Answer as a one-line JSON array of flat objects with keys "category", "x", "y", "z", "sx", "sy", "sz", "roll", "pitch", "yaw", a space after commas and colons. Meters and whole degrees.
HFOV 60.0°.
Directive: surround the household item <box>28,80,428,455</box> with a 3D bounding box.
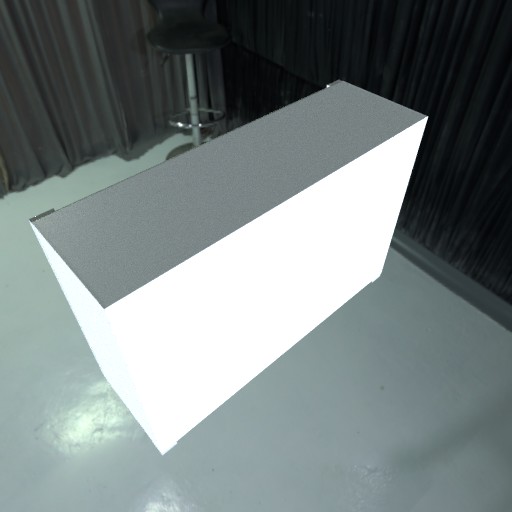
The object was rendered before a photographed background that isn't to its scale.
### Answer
[{"category": "household item", "x": 0.000, "y": 0.000, "z": 1.716, "sx": 1.300, "sy": 0.867, "sz": 0.420, "roll": -33, "pitch": 54, "yaw": -28}]
